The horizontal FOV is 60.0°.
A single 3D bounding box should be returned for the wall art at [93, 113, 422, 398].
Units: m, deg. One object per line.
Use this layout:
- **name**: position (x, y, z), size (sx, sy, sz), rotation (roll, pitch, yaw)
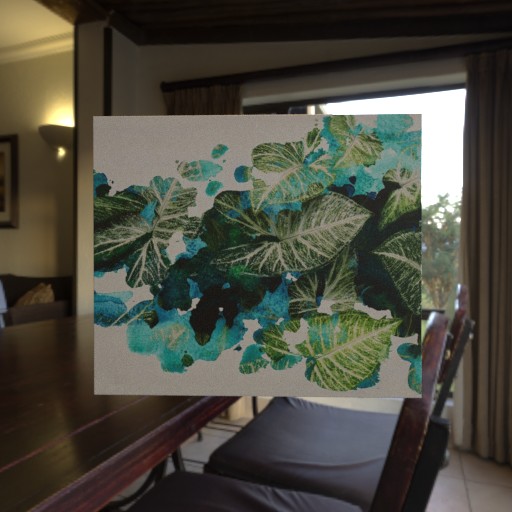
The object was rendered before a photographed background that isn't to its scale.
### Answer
- **wall art**: position (0.000, 0.000, 0.980), size (0.711, 0.610, 0.043), rotation (0, 1, 2)
